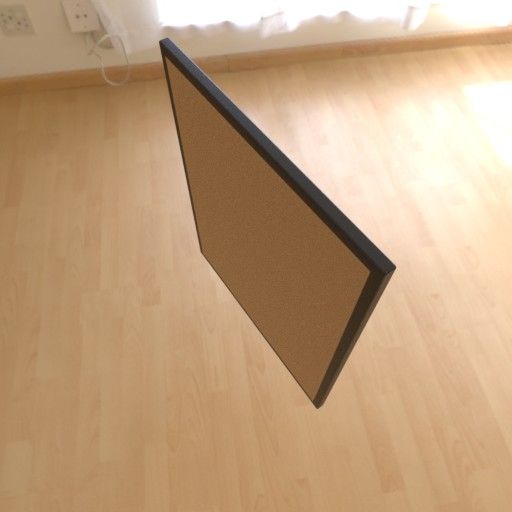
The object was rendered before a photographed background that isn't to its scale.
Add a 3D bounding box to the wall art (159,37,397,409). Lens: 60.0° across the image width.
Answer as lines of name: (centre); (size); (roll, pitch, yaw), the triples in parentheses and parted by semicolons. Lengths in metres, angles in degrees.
wall art: (0.000, 0.000, 0.798); (0.018, 0.582, 0.481); (-30, 63, -17)
